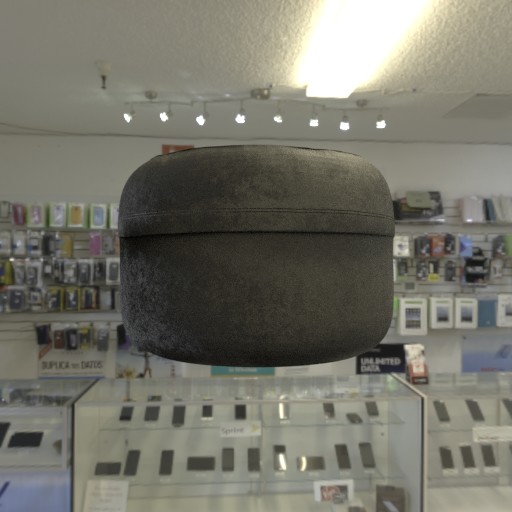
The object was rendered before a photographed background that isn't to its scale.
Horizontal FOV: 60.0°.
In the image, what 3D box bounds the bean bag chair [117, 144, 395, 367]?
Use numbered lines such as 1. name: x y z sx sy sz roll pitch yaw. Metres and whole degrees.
1. bean bag chair: 0.000 0.000 1.528 0.918 0.605 0.918 0 0 0
